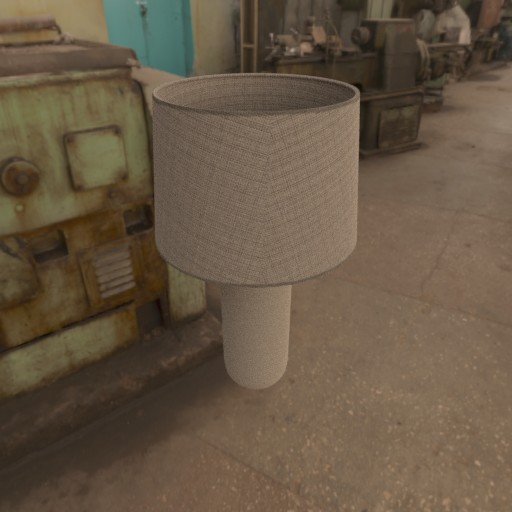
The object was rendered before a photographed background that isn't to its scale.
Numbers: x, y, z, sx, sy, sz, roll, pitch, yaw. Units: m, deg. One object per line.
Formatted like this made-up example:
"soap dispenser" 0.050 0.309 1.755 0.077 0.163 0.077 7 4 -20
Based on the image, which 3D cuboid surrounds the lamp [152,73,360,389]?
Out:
"lamp" 0.000 0.000 0.849 0.367 0.609 0.367 0 31 0
